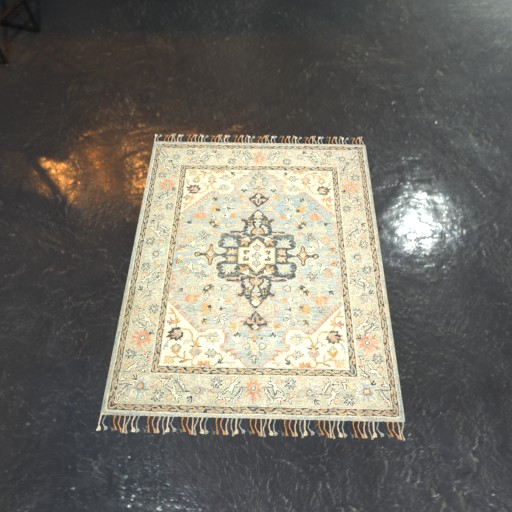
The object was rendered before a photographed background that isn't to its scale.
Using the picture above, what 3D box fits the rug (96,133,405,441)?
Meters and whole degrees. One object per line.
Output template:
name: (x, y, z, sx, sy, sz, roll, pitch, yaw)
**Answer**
rug: (0.000, 0.000, 2.260, 1.278, 0.009, 1.730, 1, 59, 1)
